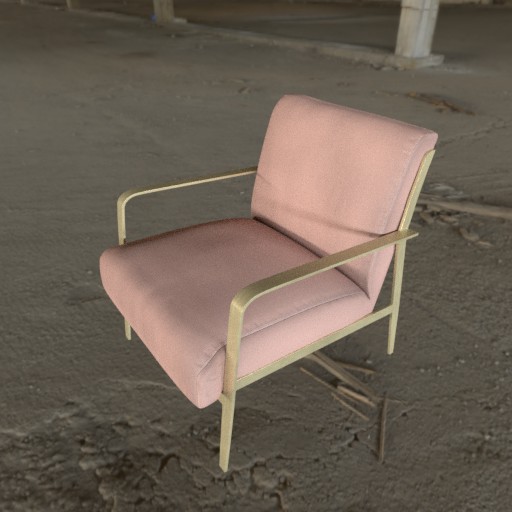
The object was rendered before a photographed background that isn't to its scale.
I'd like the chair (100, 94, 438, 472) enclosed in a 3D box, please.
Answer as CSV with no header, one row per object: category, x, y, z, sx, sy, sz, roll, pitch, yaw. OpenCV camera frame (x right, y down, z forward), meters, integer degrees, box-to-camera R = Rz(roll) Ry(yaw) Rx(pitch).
chair,0.000,0.000,1.434,0.848,0.823,0.701,-22,38,-30
